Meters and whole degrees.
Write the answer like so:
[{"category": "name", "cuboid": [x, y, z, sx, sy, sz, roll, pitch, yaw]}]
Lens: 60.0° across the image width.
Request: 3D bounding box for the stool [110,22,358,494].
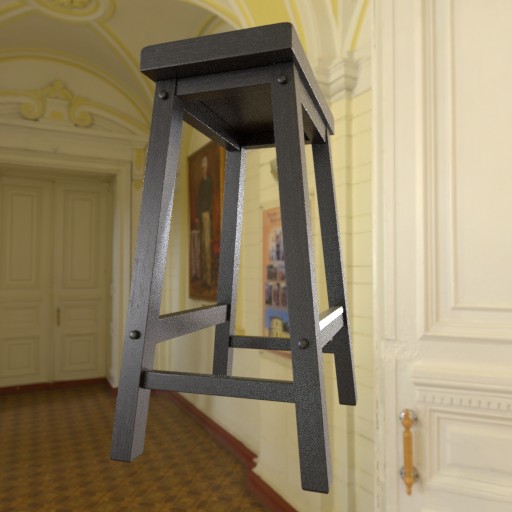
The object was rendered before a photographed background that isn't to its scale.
[{"category": "stool", "cuboid": [0.000, 0.000, 0.803, 0.322, 0.610, 0.406, 0, -2, 18]}]
